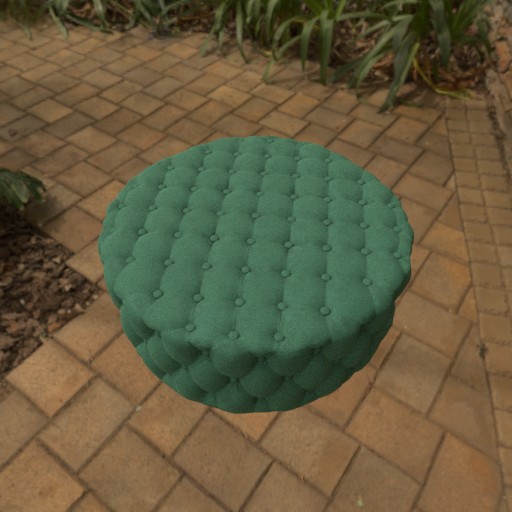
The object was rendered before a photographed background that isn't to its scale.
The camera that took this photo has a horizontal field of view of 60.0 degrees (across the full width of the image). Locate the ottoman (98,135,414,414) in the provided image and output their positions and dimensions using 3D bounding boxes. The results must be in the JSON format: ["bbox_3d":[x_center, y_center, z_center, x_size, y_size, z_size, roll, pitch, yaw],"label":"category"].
[{"bbox_3d":[0.000,0.000,1.529,0.998,0.399,0.998,0,46,0],"label":"ottoman"}]
